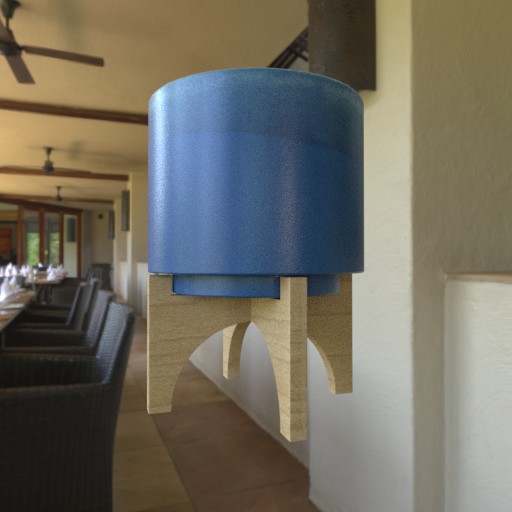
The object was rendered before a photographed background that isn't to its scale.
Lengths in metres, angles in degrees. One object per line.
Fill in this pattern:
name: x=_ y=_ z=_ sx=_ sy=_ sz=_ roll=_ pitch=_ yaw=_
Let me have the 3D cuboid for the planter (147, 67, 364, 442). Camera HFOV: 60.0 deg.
planter: x=0.000 y=0.000 z=0.405 sx=0.192 sy=0.263 sz=0.192 roll=0 pitch=-1 yaw=0
